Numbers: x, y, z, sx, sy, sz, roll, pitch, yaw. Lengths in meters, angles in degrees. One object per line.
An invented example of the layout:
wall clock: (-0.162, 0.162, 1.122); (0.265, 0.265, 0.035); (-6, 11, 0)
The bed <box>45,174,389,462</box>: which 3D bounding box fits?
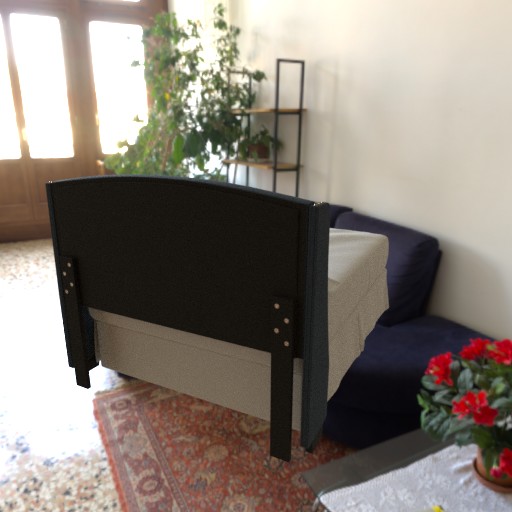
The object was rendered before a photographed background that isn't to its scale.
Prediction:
bed: (0.000, 0.000, 3.356); (1.710, 1.407, 2.237); (8, 19, 26)
